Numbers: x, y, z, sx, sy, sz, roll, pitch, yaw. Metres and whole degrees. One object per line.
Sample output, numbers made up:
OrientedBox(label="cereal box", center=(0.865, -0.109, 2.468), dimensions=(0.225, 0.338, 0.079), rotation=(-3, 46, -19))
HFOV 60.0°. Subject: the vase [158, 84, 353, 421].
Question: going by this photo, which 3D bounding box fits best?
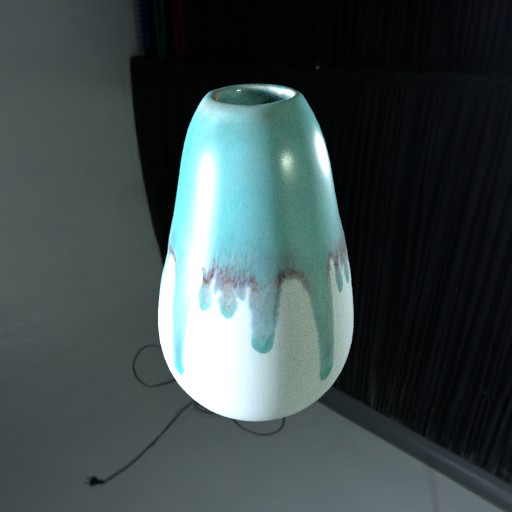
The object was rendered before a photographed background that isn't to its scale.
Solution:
OrientedBox(label="vase", center=(0.000, 0.000, 0.252), dimensions=(0.116, 0.179, 0.116), rotation=(0, 26, 0))
